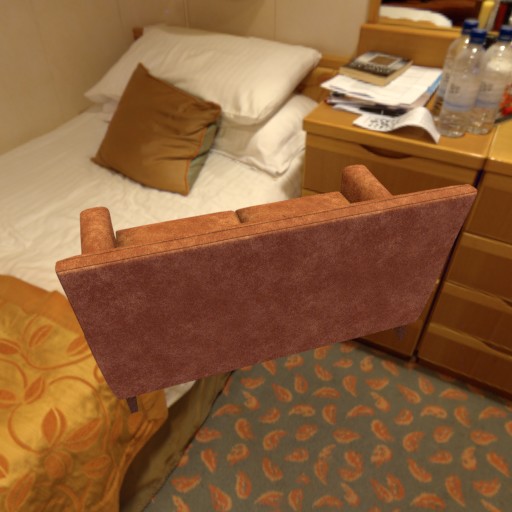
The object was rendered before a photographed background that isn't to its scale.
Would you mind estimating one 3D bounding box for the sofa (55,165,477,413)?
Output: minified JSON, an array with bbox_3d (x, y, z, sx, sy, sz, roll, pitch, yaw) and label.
[{"bbox_3d":[0.000,0.000,2.015,1.473,0.871,0.787,-12,41,-14],"label":"sofa"}]
